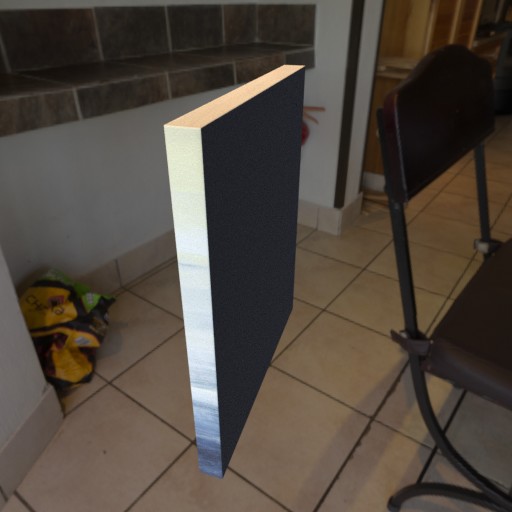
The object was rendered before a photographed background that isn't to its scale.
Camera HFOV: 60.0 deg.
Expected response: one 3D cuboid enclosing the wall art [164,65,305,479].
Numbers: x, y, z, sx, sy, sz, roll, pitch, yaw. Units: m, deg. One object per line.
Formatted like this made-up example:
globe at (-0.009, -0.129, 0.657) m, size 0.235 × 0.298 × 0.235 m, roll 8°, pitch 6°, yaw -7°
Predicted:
wall art at (0.000, 0.000, 0.706) m, size 0.037 × 0.511 × 0.435 m, roll 9°, pitch 32°, yaw 15°
